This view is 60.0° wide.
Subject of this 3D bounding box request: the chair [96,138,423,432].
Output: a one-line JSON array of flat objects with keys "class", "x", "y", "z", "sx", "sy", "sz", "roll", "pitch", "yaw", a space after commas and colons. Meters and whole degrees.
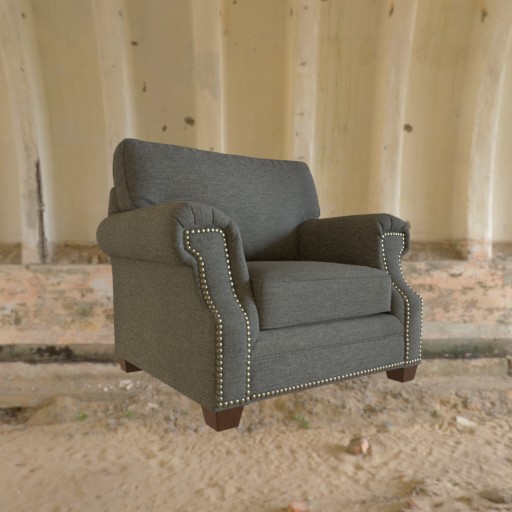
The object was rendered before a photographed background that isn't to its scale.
[{"class": "chair", "x": 0.000, "y": 0.000, "z": 1.829, "sx": 1.092, "sy": 0.961, "sz": 0.965, "roll": 0, "pitch": 1, "yaw": -35}]
